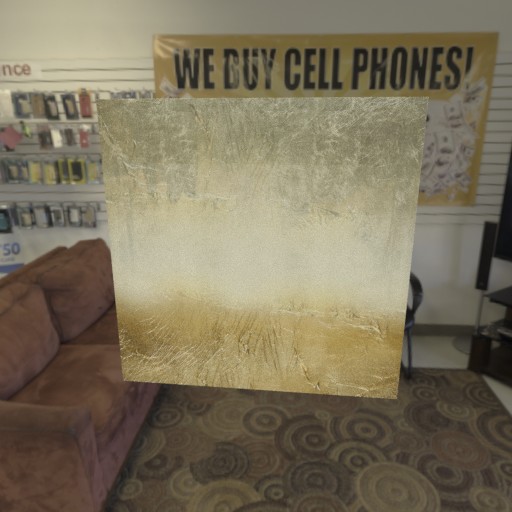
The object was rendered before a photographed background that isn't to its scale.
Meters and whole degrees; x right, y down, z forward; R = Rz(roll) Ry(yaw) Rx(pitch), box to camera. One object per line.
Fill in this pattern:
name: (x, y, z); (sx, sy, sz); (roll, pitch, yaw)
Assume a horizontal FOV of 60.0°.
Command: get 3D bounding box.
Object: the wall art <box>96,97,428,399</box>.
wall art: (0.000, 0.000, 1.627); (1.092, 1.091, 0.051); (2, 17, 6)
